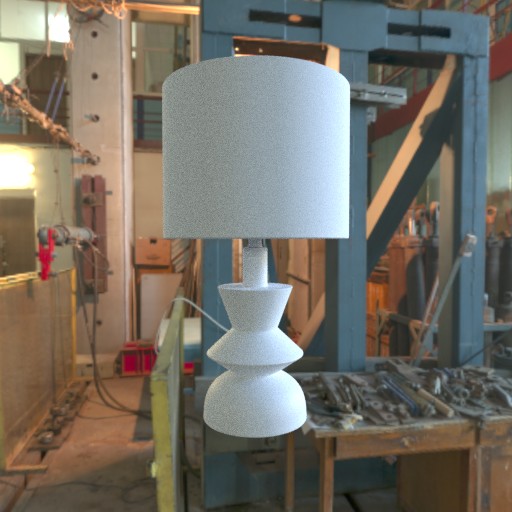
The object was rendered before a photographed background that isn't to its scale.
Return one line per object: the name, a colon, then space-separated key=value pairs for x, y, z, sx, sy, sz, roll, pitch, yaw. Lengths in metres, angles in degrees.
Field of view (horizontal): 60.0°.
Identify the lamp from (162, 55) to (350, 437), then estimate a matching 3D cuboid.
lamp: x=0.000 y=0.000 z=0.735 sx=0.301 sy=0.533 sz=0.301 roll=1 pitch=3 yaw=35
